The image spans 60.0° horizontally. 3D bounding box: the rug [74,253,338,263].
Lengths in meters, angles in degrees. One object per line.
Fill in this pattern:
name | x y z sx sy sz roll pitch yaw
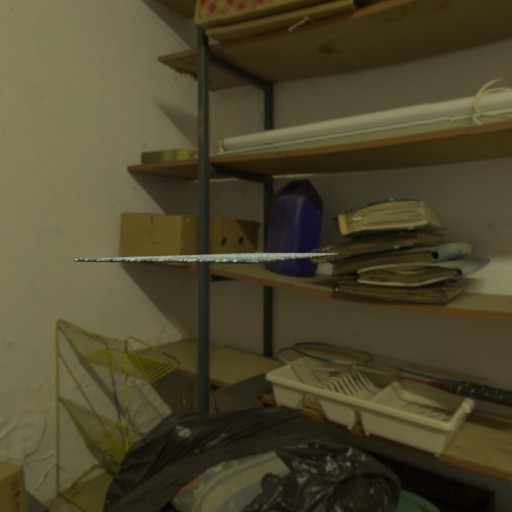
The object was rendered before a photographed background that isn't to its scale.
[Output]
rug | 0.000 0.000 2.607 0.719 0.013 2.306 0 1 16
